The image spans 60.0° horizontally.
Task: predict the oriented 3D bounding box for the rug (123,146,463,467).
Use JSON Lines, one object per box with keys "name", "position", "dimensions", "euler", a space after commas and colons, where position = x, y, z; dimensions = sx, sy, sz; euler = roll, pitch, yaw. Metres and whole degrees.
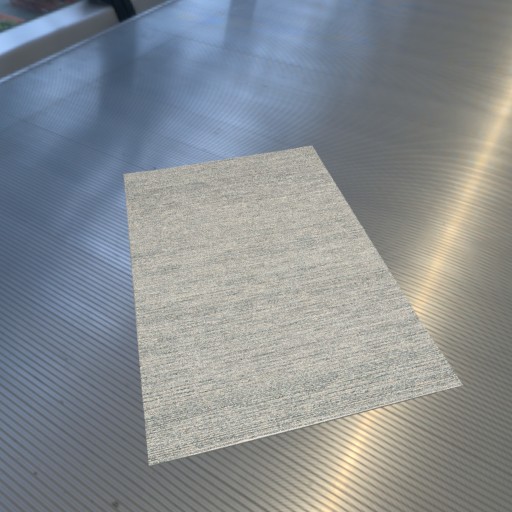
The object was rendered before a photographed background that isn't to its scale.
{"name": "rug", "position": [0.000, 0.000, 2.933], "dimensions": [1.616, 0.030, 2.338], "euler": [-10, 47, -10]}
